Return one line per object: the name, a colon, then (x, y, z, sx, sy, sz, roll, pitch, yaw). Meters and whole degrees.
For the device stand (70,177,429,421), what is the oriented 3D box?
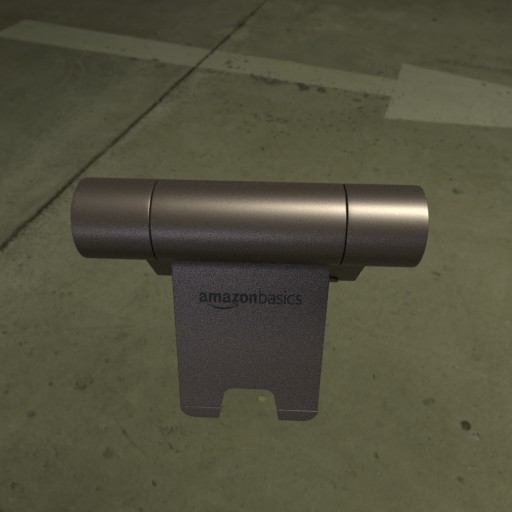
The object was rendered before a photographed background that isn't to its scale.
device stand: (0.000, 0.000, 0.151, 0.088, 0.084, 0.079, 2, 46, 2)
